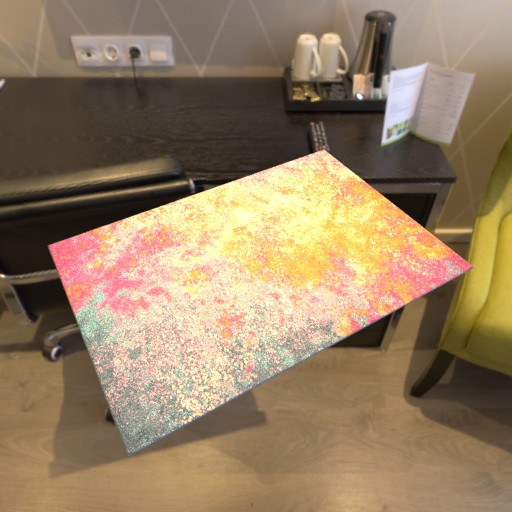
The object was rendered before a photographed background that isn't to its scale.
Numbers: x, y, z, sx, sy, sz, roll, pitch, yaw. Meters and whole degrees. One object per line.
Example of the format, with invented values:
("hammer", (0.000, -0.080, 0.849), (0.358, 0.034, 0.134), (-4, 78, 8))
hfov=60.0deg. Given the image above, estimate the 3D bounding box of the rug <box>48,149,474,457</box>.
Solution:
("rug", (0.000, 0.000, 3.645), (2.896, 0.013, 2.007), (-23, 50, -21))
